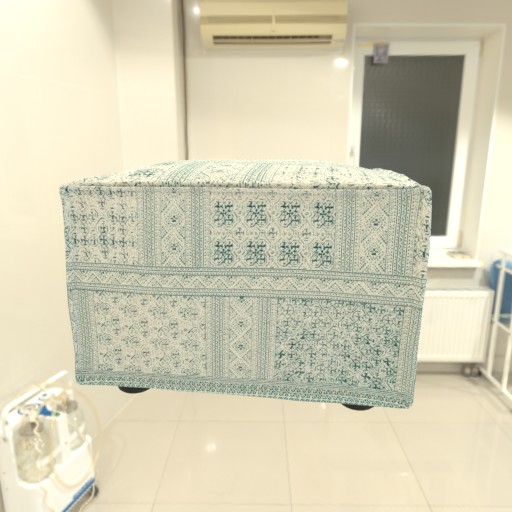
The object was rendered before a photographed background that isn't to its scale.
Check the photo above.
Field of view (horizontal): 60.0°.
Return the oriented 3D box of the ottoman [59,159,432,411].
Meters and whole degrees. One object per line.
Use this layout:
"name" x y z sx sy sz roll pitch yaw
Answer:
"ottoman" 0.000 0.000 1.035 0.626 0.439 0.617 2 14 7
